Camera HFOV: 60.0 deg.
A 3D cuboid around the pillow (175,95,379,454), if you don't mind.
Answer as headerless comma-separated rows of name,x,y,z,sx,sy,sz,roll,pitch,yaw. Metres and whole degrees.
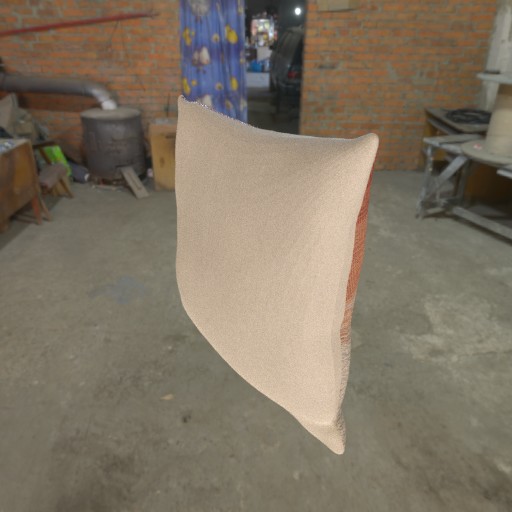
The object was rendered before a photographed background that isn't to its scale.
pillow,0.000,0.000,0.683,0.182,0.441,0.440,-18,32,-31
